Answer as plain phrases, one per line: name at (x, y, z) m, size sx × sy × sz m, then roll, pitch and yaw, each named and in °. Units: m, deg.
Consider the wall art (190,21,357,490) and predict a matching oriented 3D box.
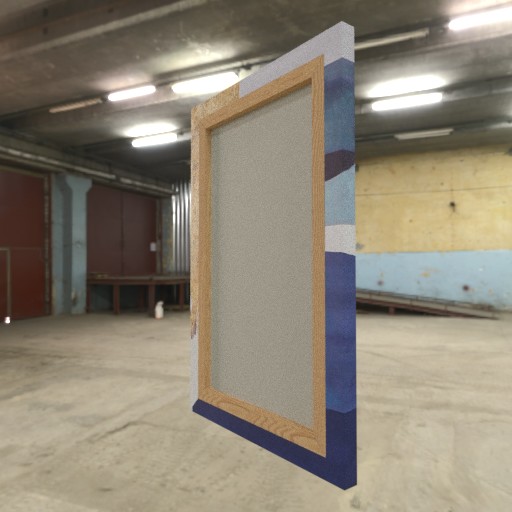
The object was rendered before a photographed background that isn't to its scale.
wall art at (0.000, 0.000, 1.112) m, size 0.039 × 0.911 × 0.607 m, roll 1°, pitch -2°, yaw -37°
